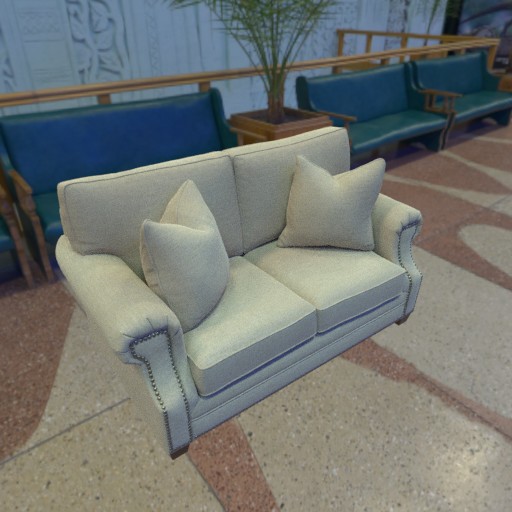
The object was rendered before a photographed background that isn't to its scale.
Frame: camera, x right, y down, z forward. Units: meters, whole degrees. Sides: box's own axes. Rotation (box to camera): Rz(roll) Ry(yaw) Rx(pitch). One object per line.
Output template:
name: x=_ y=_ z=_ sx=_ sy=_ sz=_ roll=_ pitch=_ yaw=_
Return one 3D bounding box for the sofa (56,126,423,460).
sofa: x=0.000 y=0.000 z=2.218 sx=1.701 sy=0.966 sz=0.966 roll=-21 pitch=36 yaw=-31
